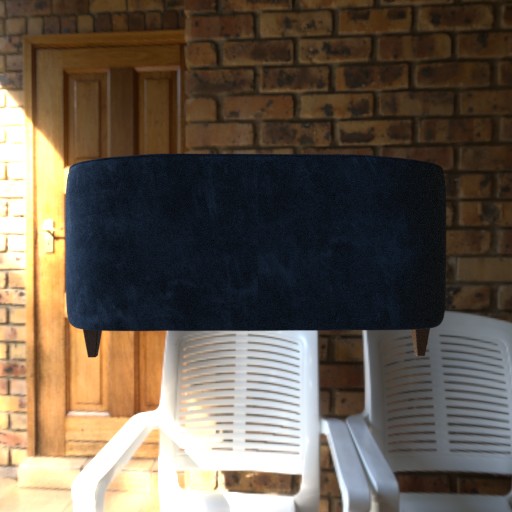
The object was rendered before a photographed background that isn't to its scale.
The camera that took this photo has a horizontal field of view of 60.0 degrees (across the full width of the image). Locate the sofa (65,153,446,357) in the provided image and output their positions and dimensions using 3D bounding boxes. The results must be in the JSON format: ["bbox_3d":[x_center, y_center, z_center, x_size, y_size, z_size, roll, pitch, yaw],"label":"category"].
[{"bbox_3d":[0.000,0.000,2.266,1.733,0.854,0.941,0,1,-1],"label":"sofa"}]
